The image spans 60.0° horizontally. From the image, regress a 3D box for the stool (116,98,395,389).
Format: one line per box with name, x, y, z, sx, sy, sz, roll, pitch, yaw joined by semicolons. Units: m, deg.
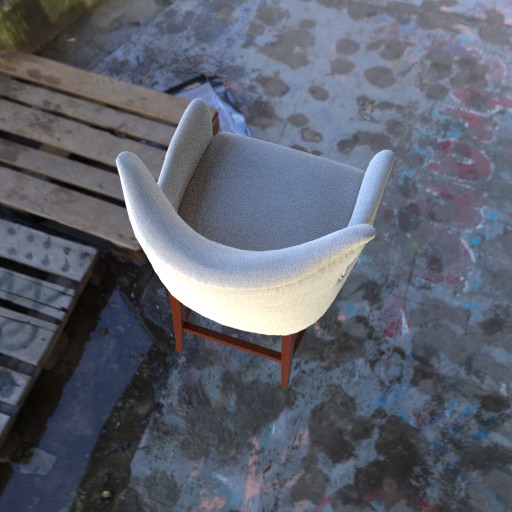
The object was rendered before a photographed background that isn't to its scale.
stool;0.000;0.000;1.404;0.615;0.987;0.637;18;64;9
